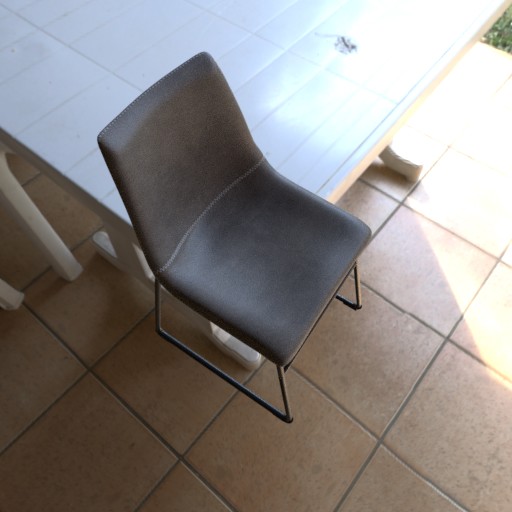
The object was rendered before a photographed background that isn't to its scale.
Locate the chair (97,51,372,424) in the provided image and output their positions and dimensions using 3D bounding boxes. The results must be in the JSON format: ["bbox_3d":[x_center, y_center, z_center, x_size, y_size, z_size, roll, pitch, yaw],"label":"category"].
[{"bbox_3d":[0.000,0.000,1.141,0.550,0.780,0.460,30,63,17],"label":"chair"}]
